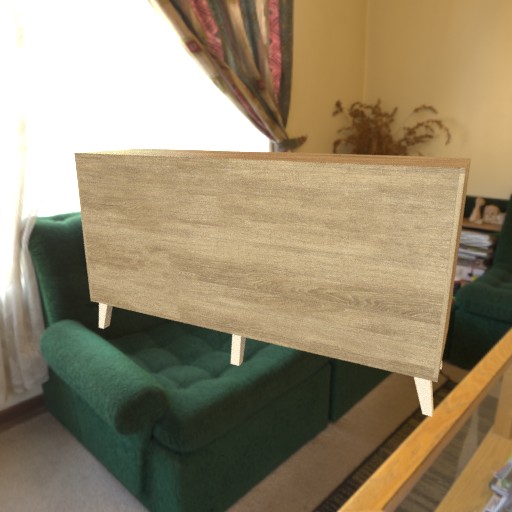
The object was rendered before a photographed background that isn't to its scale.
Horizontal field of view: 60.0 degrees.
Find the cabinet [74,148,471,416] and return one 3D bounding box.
[{"bbox_3d":[0.000,0.000,1.958,1.600,0.870,0.450,8,18,26],"label":"cabinet"}]
